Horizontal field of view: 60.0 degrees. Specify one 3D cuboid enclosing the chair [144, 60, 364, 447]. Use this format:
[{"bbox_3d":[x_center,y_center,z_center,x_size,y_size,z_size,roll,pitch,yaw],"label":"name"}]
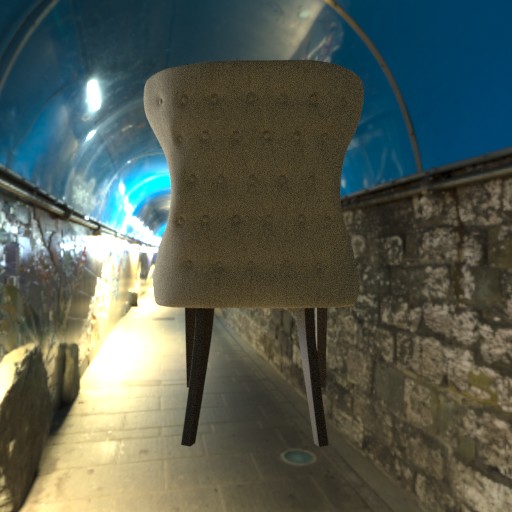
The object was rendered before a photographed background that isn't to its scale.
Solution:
[{"bbox_3d":[0.000,0.000,1.361,0.628,0.967,0.635,0,0,0],"label":"chair"}]
